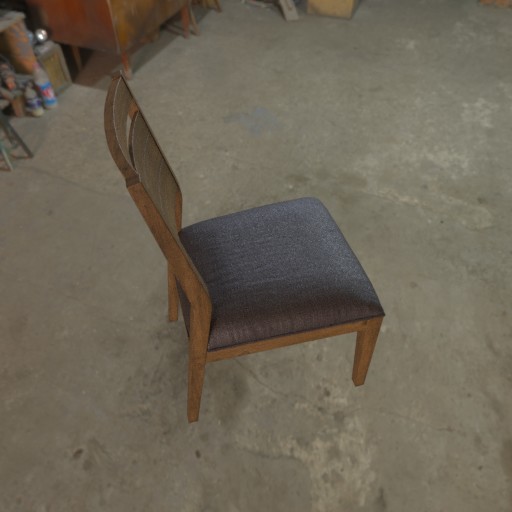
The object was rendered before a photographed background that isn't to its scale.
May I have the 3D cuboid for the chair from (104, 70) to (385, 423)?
[{"bbox_3d":[0.000,0.000,1.245,0.610,0.939,0.501,-12,48,-11],"label":"chair"}]
